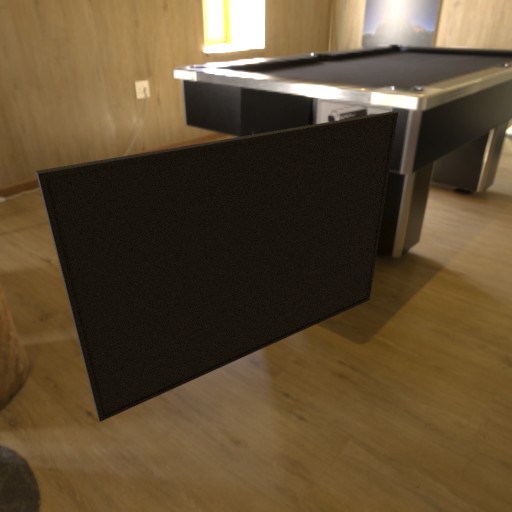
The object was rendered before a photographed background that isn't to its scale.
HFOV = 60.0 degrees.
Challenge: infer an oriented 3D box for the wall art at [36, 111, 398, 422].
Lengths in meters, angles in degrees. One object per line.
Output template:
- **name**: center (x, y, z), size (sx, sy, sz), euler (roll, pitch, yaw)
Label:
- **wall art**: center (0.000, 0.000, 1.484), size (1.190, 0.805, 0.028), euler (-18, 34, -29)
